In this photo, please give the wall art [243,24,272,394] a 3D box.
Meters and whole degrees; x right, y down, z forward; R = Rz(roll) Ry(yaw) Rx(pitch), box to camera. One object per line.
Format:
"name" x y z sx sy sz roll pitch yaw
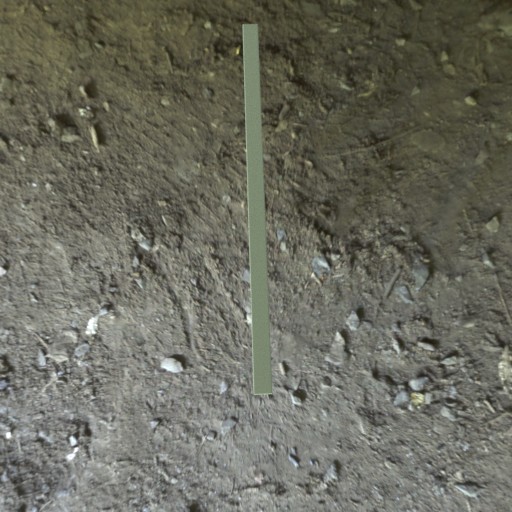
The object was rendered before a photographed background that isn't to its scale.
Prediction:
"wall art" 0.000 0.000 0.553 0.013 0.433 0.303 -2 76 0
